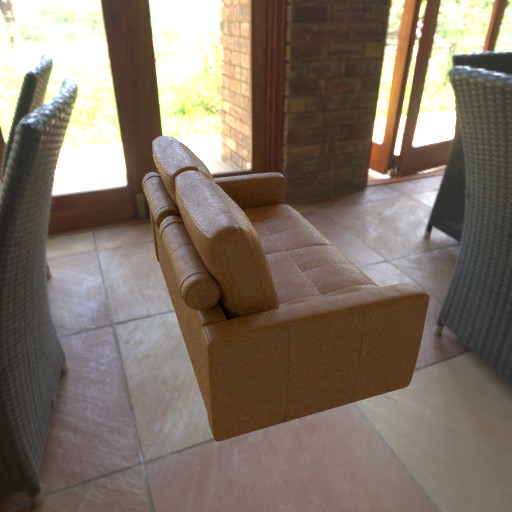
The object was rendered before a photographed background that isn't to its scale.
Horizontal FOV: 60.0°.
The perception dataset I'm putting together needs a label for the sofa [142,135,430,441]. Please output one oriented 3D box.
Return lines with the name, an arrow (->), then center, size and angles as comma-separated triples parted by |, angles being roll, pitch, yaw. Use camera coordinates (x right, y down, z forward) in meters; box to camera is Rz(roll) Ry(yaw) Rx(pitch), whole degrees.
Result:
sofa -> 0.000, 0.000, 2.058 | 0.868, 0.898, 1.430 | -10, 31, -17
